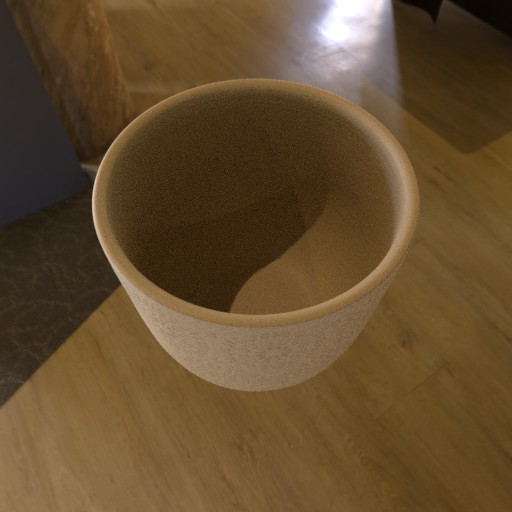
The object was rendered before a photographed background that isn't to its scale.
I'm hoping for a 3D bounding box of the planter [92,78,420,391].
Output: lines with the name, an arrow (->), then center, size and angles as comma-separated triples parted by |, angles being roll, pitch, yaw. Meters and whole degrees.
planter -> 0.000, 0.000, 0.297 | 0.170, 0.152, 0.170 | 0, 57, 0
